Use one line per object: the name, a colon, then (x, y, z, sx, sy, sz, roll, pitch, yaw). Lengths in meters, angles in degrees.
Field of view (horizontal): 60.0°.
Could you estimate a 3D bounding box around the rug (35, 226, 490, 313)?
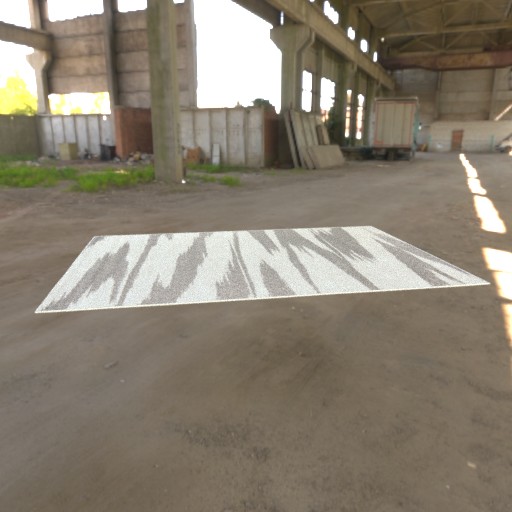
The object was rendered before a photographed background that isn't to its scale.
rug: (0.000, 0.000, 2.319, 1.827, 0.008, 1.225, -3, 16, -10)
